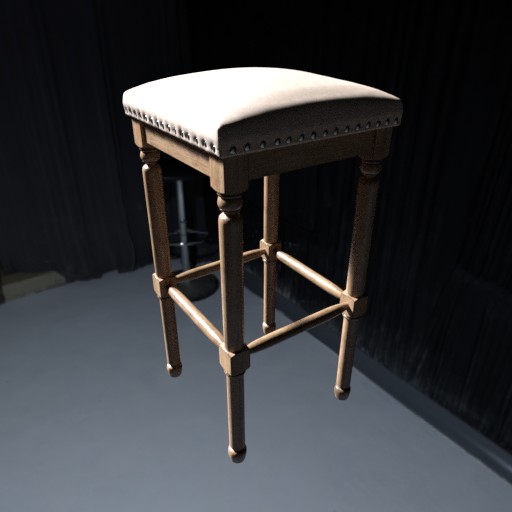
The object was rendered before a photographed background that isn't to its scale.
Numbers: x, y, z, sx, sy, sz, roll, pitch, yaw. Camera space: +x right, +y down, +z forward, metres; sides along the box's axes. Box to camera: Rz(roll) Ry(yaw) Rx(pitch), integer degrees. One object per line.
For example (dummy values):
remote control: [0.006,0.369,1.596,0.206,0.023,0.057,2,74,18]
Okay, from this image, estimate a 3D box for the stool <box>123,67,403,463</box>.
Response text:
stool: [0.000,0.000,0.983,0.383,0.768,0.382,-18,33,-30]
